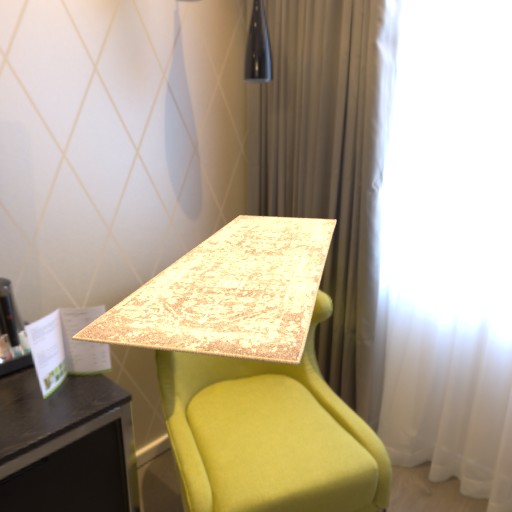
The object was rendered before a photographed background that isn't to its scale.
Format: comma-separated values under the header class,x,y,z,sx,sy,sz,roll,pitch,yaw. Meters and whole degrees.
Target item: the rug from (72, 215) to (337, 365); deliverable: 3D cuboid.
class,x,y,z,sx,sy,sz,roll,pitch,yaw
rug,0.000,0.000,2.697,0.855,0.017,2.452,4,17,12
